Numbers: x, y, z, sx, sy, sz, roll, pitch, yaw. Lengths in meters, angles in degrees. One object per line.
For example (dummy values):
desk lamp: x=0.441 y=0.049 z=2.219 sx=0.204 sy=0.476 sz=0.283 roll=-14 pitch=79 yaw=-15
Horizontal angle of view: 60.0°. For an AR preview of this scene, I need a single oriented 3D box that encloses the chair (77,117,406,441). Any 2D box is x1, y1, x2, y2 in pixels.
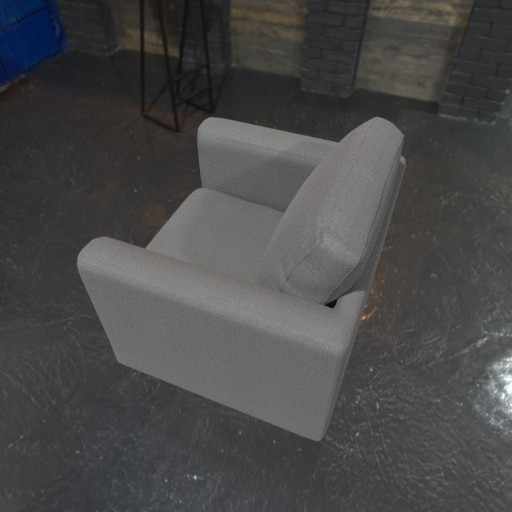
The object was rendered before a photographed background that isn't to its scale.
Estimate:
chair: x=0.000 y=0.000 z=1.548 sx=0.800 sy=0.927 sz=0.854 roll=17 pitch=49 yaw=15
